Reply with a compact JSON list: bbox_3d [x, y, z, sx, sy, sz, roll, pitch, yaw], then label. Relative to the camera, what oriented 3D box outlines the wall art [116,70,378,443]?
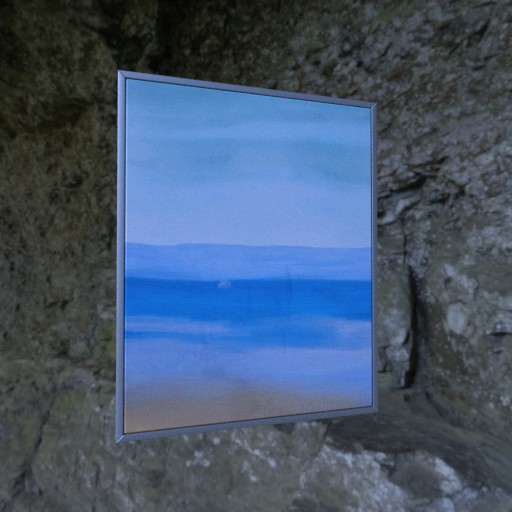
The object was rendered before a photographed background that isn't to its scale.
[{"bbox_3d":[0.000,0.000,0.743,0.445,0.553,0.039,0,-1,-18],"label":"wall art"}]
